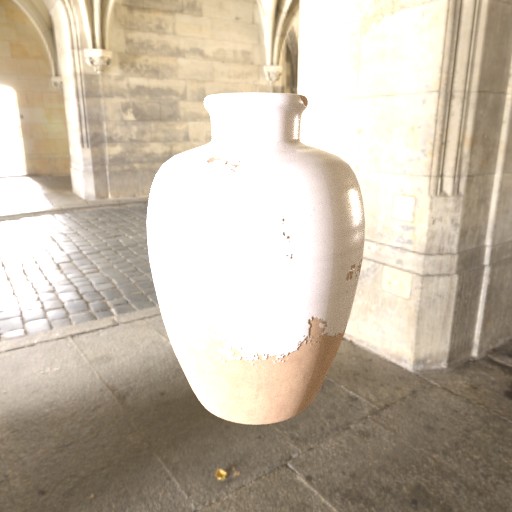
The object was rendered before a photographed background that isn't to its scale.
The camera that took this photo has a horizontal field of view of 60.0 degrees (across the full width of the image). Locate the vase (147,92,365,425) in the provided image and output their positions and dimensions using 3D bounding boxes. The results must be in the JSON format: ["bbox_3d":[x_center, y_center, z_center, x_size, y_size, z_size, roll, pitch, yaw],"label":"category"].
[{"bbox_3d":[0.000,0.000,0.336,0.158,0.228,0.158,0,16,0],"label":"vase"}]
